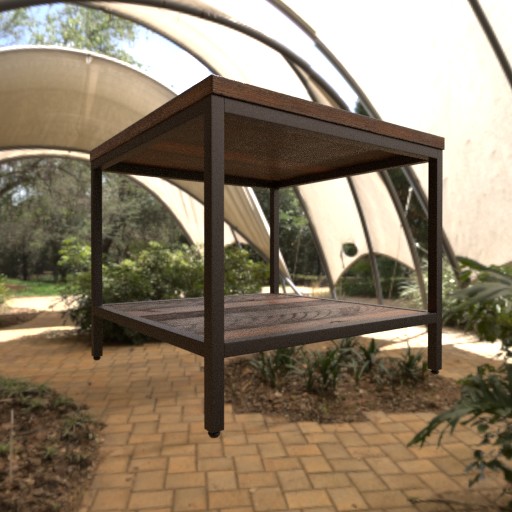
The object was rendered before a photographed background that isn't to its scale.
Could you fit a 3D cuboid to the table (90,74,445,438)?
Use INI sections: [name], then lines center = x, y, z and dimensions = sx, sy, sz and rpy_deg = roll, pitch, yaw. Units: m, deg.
[table]
center = 0.000, 0.000, 0.964
dimensions = 0.548, 0.482, 0.553
rpy_deg = 0, 1, -36
